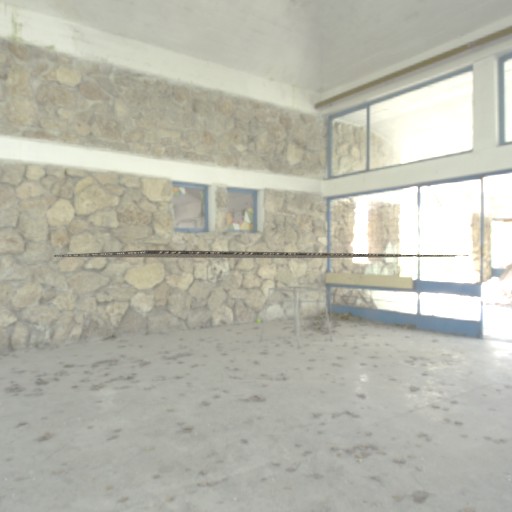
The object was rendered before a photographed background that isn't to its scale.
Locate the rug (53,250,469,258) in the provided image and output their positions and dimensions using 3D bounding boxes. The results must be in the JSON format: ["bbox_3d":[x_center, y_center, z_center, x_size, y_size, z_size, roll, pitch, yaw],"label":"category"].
[{"bbox_3d":[0.000,0.000,3.917,2.902,0.017,2.305,0,-1,-35],"label":"rug"}]
